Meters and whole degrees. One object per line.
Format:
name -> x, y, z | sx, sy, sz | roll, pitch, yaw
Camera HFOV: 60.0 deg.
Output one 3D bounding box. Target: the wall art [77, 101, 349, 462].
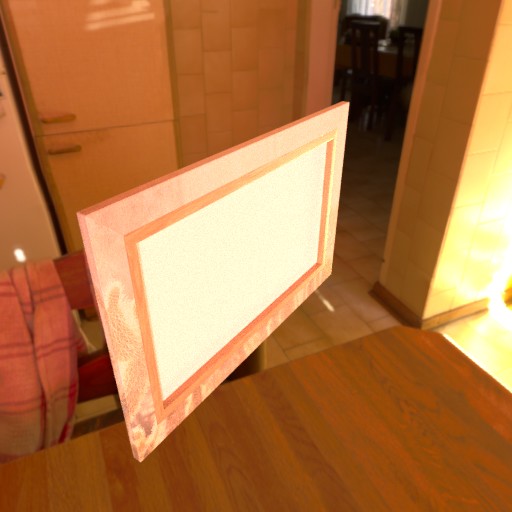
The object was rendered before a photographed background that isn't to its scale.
wall art -> 0.000, 0.000, 1.908 | 0.038, 1.012, 1.525 | 20, 37, 30
